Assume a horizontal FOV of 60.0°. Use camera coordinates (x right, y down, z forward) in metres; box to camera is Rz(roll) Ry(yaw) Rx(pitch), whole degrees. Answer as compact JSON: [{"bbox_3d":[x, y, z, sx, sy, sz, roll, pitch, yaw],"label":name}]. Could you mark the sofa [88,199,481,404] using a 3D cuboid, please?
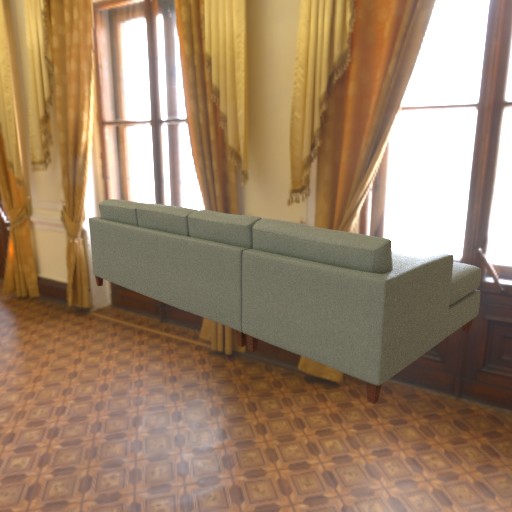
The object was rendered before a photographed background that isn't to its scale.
[{"bbox_3d":[0.000,0.000,4.099,3.470,0.953,1.600,12,18,43],"label":"sofa"}]
